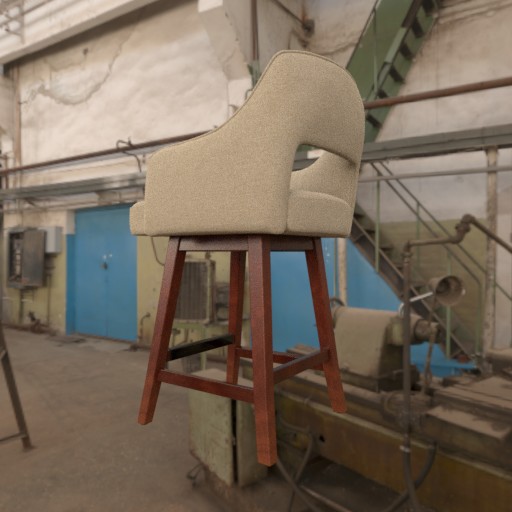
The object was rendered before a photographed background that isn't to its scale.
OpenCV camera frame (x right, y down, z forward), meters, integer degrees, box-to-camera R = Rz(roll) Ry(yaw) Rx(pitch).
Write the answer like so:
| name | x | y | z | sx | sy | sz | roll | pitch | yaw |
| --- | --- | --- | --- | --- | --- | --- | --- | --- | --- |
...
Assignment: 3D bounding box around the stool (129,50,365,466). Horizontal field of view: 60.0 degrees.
| name | x | y | z | sx | sy | sz | roll | pitch | yaw |
| --- | --- | --- | --- | --- | --- | --- | --- | --- | --- |
| stool | 0.000 | 0.000 | 1.257 | 0.560 | 0.936 | 0.550 | 0 | 1 | 35 |
